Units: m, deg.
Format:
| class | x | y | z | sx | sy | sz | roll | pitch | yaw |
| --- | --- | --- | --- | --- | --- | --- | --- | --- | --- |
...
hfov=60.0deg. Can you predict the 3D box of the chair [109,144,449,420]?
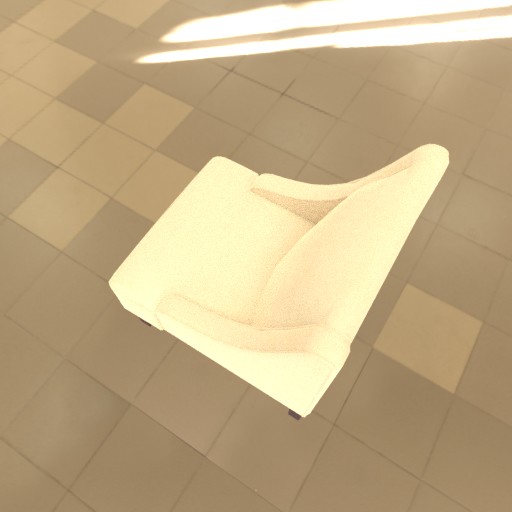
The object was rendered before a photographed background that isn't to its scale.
| class | x | y | z | sx | sy | sz | roll | pitch | yaw |
| --- | --- | --- | --- | --- | --- | --- | --- | --- | --- |
| chair | 0.000 | 0.000 | 1.501 | 0.806 | 0.886 | 0.689 | 29 | 66 | 14 |
